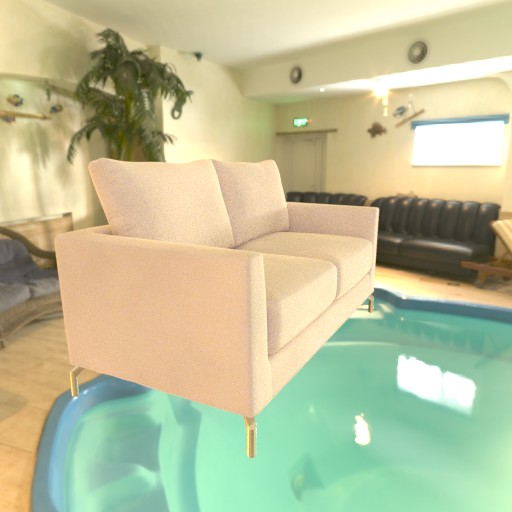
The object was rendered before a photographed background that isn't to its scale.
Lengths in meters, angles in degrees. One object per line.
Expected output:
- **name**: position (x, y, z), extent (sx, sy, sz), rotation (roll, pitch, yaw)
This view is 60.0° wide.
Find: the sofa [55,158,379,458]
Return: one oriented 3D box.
- **sofa**: position (0.000, 0.000, 2.322), extent (0.906, 0.995, 1.739), rotation (6, 13, 27)
